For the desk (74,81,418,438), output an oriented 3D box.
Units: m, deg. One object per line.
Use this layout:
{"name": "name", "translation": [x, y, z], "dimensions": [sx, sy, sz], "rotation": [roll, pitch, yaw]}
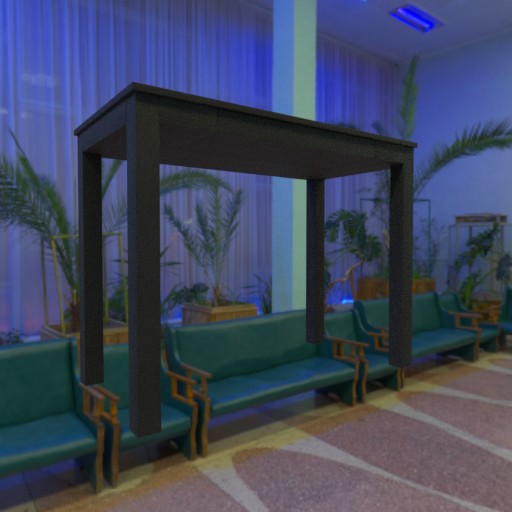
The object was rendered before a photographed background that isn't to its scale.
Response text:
{"name": "desk", "translation": [0.000, 0.000, 1.430], "dimensions": [0.991, 0.762, 0.499], "rotation": [-1, 2, -36]}
